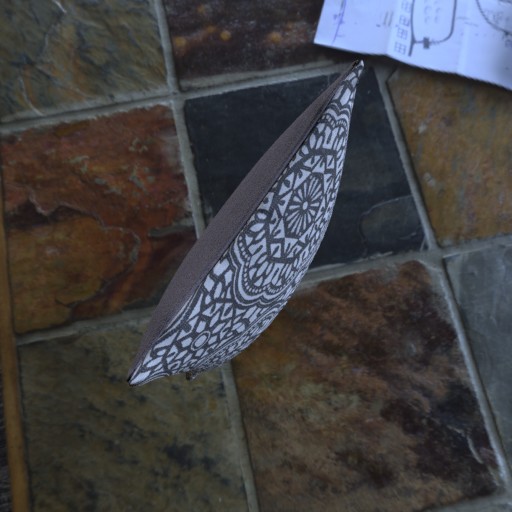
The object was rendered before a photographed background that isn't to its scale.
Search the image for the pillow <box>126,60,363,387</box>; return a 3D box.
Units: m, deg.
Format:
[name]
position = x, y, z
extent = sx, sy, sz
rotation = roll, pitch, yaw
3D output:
[pillow]
position = 0.000, 0.000, 0.655
extent = 0.148, 0.417, 0.436
rotation = 33, 77, 8
